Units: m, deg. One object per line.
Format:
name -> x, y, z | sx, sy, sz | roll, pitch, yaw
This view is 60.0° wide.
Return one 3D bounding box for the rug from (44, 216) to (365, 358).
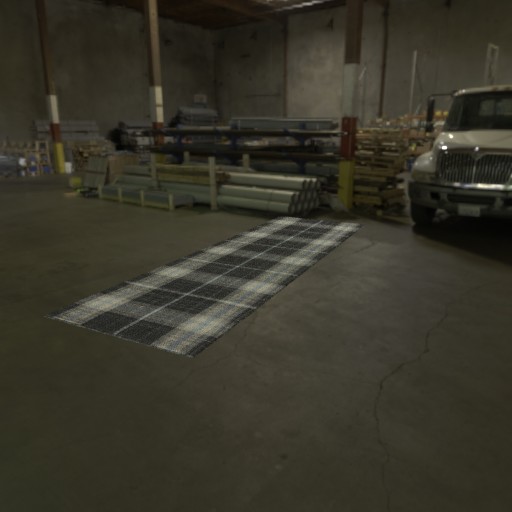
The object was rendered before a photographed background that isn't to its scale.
rug -> 0.000, 0.000, 2.724 | 0.760, 0.012, 2.434 | 8, 18, 26
